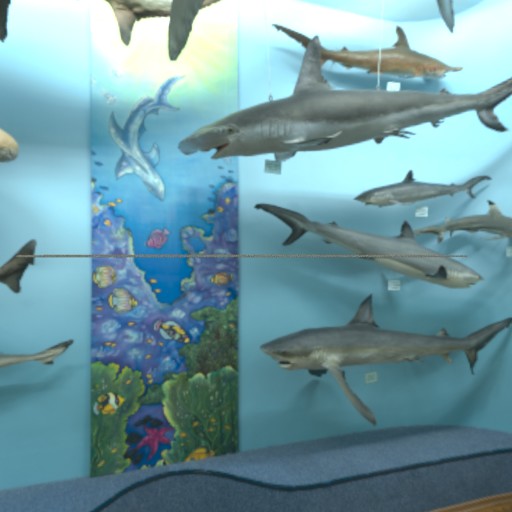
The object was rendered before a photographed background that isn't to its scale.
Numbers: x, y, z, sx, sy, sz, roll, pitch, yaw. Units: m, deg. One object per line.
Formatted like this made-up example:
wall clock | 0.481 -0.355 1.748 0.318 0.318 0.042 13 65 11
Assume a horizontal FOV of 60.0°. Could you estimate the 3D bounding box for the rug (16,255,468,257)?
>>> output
rug | 0.000 0.000 2.656 2.430 0.012 0.767 0 0 -17
